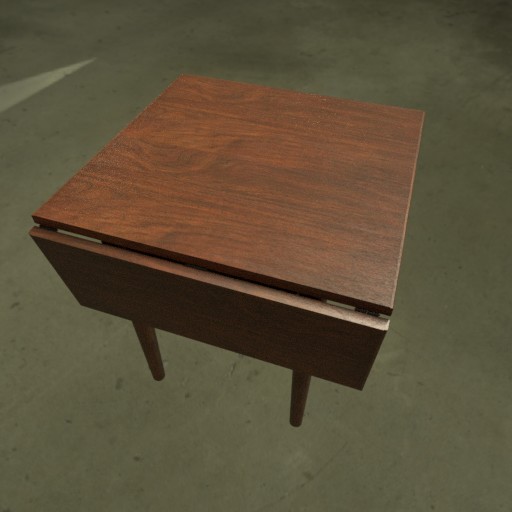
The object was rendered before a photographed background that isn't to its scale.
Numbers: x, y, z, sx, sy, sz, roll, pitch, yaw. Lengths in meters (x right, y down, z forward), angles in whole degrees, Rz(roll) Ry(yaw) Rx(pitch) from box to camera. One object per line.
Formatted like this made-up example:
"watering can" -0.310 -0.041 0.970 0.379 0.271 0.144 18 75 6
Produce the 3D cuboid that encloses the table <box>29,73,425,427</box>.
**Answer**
"table" 0.000 0.000 1.445 0.812 0.763 0.843 14 48 13
